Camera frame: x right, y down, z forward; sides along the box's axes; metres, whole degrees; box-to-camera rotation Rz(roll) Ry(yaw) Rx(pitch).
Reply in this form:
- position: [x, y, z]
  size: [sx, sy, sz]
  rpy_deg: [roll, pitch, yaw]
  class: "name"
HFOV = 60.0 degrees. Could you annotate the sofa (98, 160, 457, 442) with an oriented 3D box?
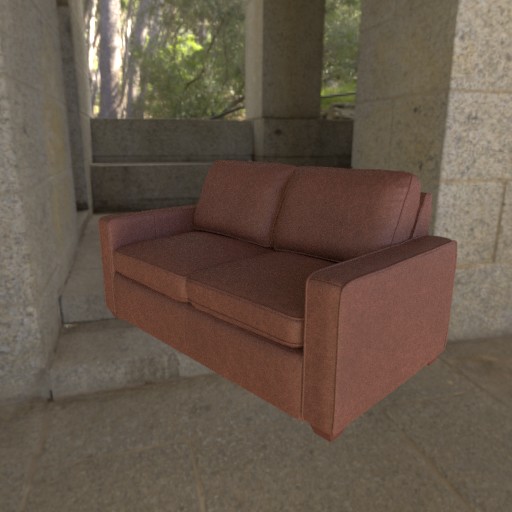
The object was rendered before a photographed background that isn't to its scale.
- position: [0.000, 0.000, 2.308]
  size: [0.947, 0.918, 1.709]
  rpy_deg: [-14, 21, -43]
  class: "sofa"
